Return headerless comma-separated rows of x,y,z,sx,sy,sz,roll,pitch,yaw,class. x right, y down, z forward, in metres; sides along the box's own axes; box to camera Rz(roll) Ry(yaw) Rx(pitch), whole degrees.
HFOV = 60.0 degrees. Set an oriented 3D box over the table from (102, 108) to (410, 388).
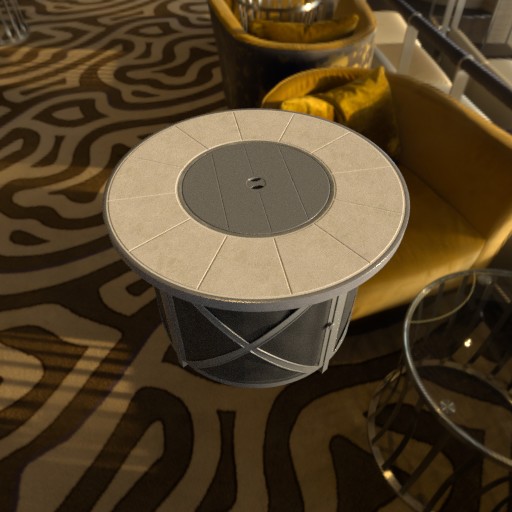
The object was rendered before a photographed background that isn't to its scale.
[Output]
0.000,0.000,1.591,0.914,0.650,0.914,0,47,0,table
